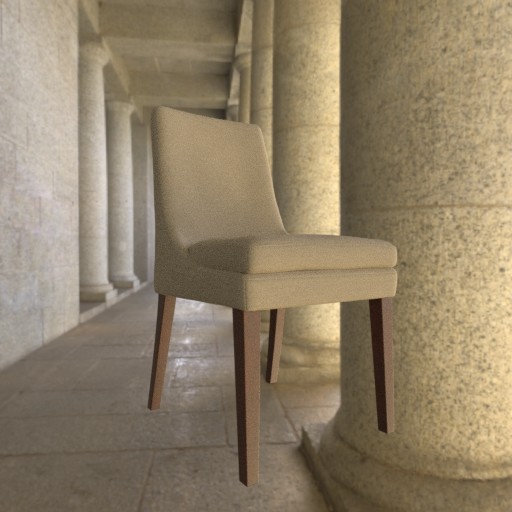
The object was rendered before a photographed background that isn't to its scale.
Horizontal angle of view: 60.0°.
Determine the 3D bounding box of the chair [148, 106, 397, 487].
[{"bbox_3d":[0.000,0.000,1.292,0.515,0.940,0.638,-1,1,-35],"label":"chair"}]
